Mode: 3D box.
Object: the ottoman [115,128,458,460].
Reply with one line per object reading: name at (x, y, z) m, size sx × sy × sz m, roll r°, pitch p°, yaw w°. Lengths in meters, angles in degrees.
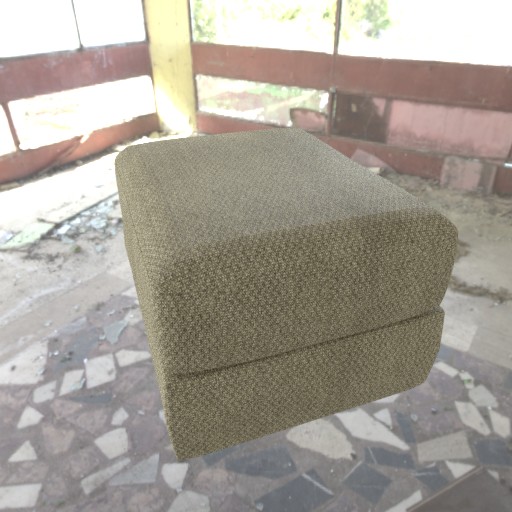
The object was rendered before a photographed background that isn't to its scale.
ottoman at (0.000, 0.000, 1.122) m, size 0.603 × 0.476 × 0.751 m, roll -11°, pitch 33°, yaw -17°
